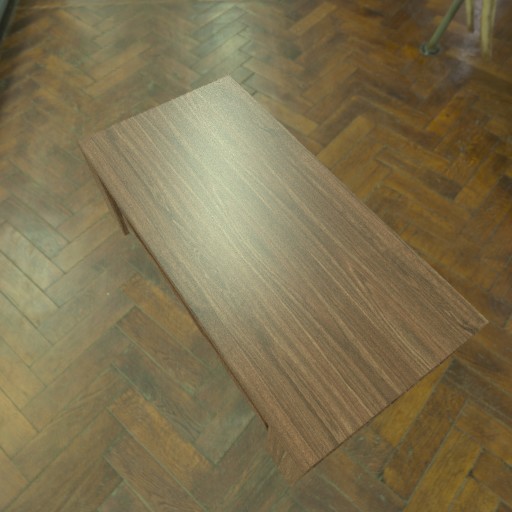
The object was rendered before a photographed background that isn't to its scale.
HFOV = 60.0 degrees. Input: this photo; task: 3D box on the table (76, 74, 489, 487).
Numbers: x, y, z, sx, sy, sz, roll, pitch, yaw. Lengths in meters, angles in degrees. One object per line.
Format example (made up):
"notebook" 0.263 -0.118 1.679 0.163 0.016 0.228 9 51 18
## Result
"table" 0.000 0.000 1.457 0.600 0.400 1.200 -31 63 -17
